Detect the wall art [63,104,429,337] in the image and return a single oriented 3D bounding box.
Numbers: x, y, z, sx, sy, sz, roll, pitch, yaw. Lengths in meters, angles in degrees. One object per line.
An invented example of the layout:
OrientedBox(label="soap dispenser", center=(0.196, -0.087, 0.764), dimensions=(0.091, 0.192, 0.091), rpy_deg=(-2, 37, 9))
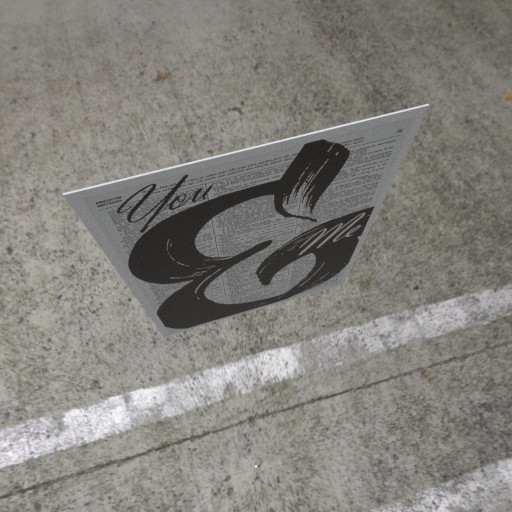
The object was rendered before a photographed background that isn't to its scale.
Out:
OrientedBox(label="wall art", center=(0.000, 0.000, 0.806), dimensions=(0.457, 0.609, 0.003), rpy_deg=(-16, 66, -7))
